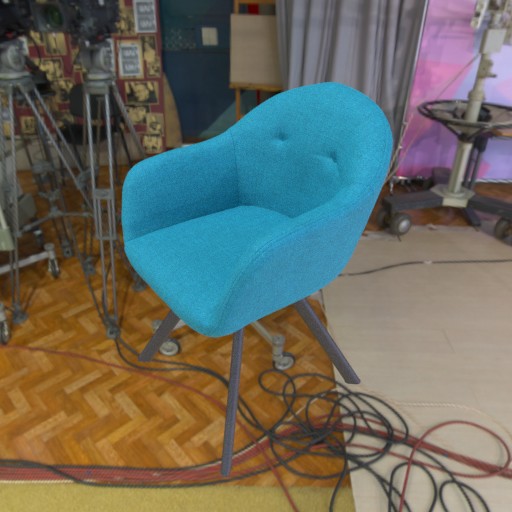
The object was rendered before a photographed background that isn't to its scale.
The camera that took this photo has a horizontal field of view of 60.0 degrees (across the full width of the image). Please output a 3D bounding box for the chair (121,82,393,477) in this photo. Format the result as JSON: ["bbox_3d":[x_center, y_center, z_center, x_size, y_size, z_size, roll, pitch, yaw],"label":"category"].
[{"bbox_3d":[0.000,0.000,1.141,0.565,0.775,0.545,-22,39,-31],"label":"chair"}]
